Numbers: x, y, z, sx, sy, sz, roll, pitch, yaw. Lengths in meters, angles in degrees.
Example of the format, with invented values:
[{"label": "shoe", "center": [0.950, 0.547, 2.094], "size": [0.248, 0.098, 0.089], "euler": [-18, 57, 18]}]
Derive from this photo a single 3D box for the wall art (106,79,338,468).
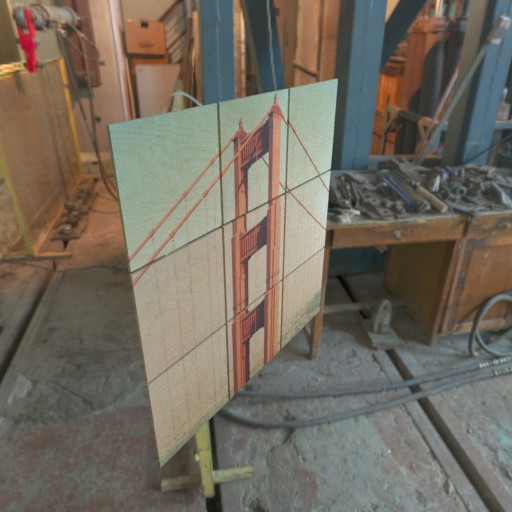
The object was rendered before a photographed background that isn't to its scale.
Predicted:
[{"label": "wall art", "center": [0.000, 0.000, 2.212], "size": [0.013, 1.523, 1.517], "euler": [18, 33, 31]}]
